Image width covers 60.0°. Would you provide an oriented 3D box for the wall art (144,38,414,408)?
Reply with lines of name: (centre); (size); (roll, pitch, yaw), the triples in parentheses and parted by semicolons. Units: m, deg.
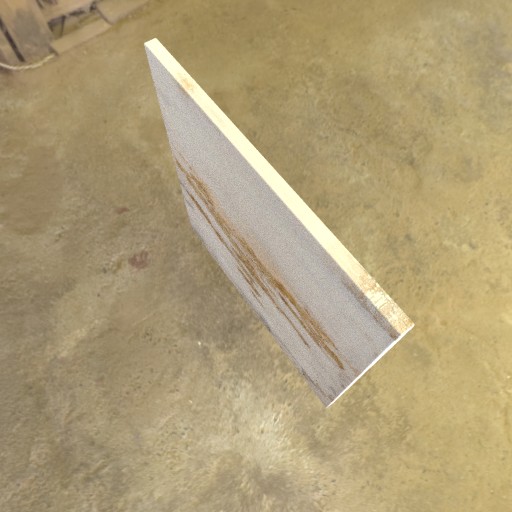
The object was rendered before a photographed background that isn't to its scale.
wall art: (0.000, 0.000, 1.498); (0.040, 1.018, 1.015); (-33, 68, -15)
